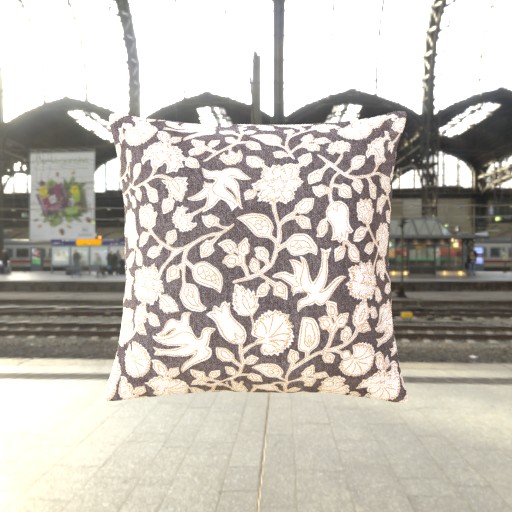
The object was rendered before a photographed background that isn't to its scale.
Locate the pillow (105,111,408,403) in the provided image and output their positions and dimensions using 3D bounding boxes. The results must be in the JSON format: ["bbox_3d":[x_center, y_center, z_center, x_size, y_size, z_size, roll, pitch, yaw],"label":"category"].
[{"bbox_3d":[0.000,0.000,0.776,0.526,0.507,0.166,0,0,1],"label":"pillow"}]
